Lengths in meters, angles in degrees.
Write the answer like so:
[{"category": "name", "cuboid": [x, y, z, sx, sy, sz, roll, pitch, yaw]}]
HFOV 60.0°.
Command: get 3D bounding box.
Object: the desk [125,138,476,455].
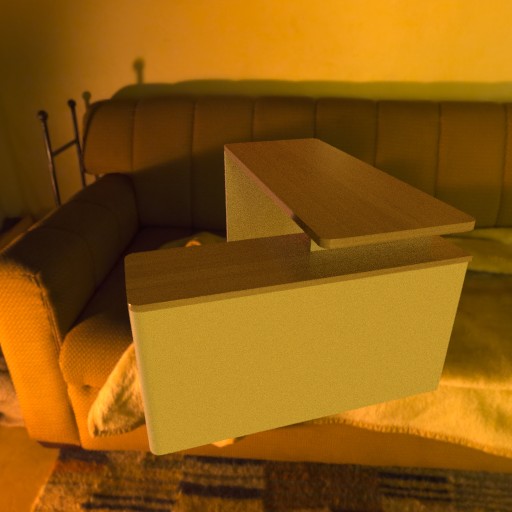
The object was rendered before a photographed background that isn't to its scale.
[{"category": "desk", "cuboid": [0.000, 0.000, 2.122, 1.175, 0.770, 1.400, -7, 27, -15]}]
